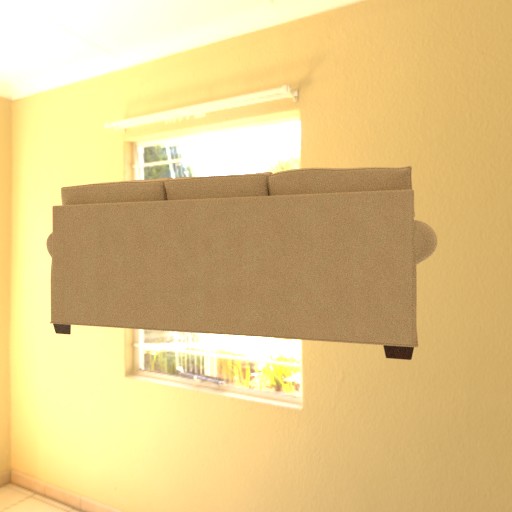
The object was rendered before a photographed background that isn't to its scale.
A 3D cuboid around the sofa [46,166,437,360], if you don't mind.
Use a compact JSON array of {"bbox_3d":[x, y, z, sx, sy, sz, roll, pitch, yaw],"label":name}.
[{"bbox_3d":[0.000,0.000,2.398,1.770,0.734,1.226,0,0,19],"label":"sofa"}]
